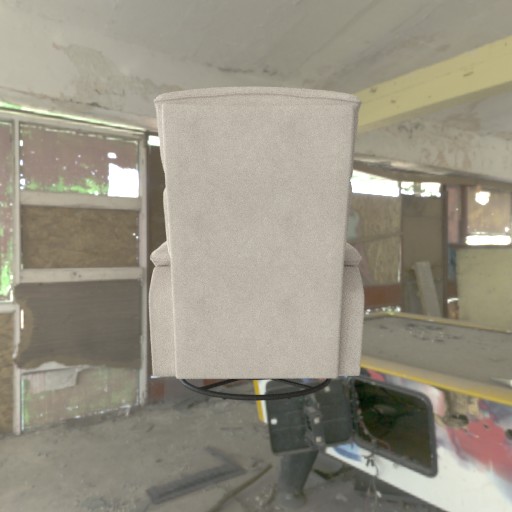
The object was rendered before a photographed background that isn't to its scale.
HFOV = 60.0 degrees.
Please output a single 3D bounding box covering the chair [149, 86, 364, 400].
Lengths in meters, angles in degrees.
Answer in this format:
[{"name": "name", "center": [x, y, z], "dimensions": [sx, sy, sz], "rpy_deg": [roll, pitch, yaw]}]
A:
[{"name": "chair", "center": [0.000, 0.000, 1.779], "dimensions": [0.820, 1.039, 1.001], "rpy_deg": [0, 1, -1]}]
